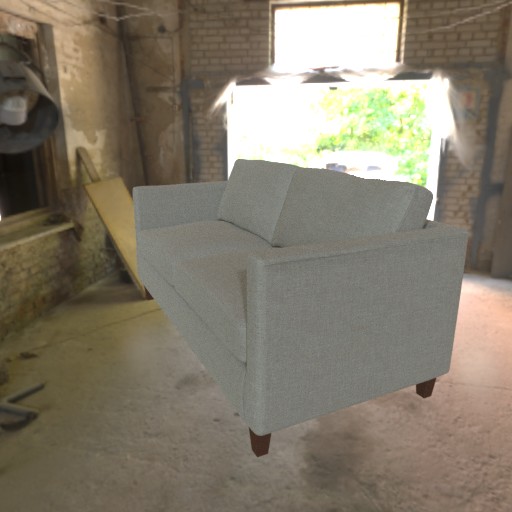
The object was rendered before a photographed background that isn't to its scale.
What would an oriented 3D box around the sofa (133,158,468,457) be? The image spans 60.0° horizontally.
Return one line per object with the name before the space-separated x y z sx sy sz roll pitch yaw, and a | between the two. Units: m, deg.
sofa | 0.000 0.000 2.385 0.951 0.947 1.884 -8 18 -25
